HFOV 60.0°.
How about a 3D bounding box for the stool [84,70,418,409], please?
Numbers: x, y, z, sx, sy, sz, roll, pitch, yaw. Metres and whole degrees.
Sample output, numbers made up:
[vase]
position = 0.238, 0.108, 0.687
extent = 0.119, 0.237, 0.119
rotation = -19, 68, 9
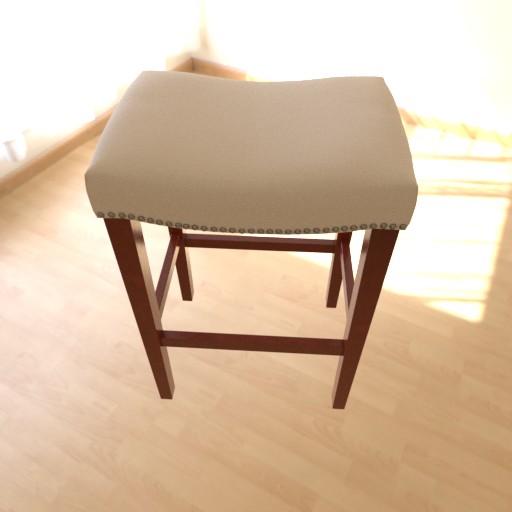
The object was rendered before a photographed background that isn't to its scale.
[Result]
[stool]
position = 0.000, 0.000, 1.014
extent = 0.504, 0.742, 0.372
rotation = 2, 46, 2
